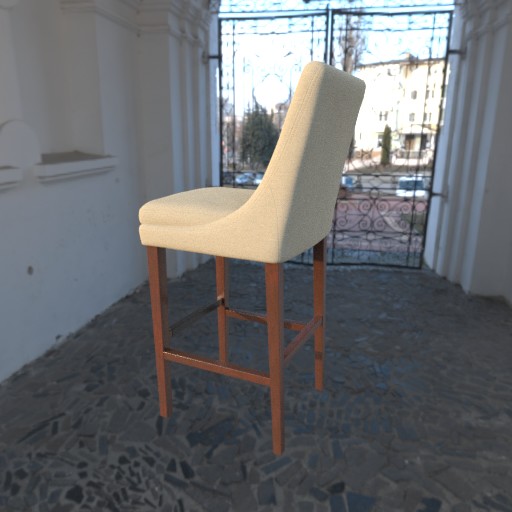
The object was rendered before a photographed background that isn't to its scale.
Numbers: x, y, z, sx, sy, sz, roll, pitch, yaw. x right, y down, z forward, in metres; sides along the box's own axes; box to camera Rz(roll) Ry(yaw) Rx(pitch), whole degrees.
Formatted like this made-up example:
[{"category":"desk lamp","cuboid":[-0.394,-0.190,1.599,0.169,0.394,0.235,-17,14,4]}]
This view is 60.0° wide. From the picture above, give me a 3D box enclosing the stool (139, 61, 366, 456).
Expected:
[{"category":"stool","cuboid":[0.000,0.000,1.421,0.577,1.078,0.470,8,17,25]}]
